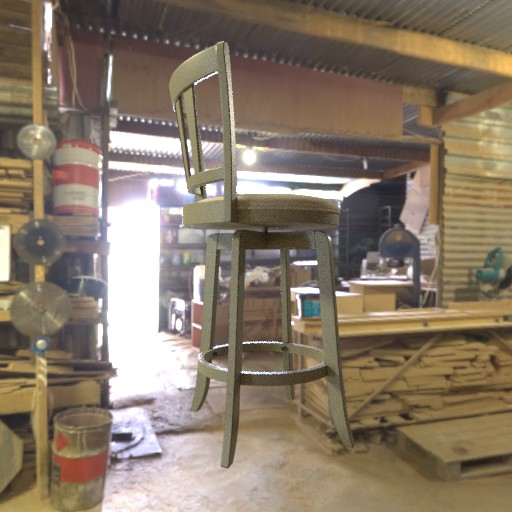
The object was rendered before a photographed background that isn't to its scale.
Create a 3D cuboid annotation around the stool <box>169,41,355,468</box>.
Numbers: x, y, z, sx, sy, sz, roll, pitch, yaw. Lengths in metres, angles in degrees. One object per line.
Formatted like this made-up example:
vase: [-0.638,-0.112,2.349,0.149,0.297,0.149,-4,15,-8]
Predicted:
stool: [0.000,0.000,1.277,0.486,0.994,0.450,0,1,-19]
